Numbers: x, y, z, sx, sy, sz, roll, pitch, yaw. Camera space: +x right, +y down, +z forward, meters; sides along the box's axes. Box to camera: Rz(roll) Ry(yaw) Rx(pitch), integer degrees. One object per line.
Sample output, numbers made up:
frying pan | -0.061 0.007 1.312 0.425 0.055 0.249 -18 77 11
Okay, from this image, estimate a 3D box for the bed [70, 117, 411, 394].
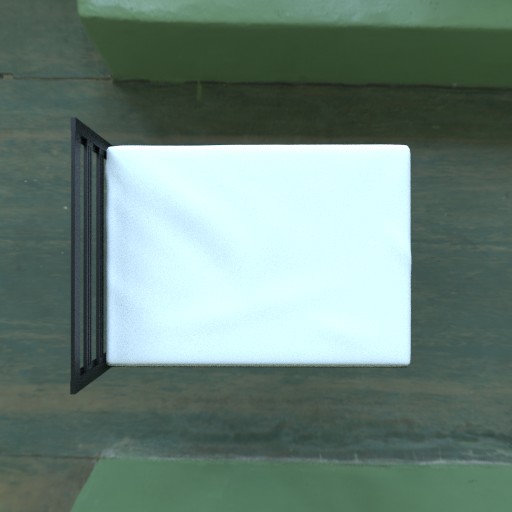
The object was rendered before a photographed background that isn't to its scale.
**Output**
bed | 0.000 0.000 2.913 2.062 0.967 1.524 0 90 0
